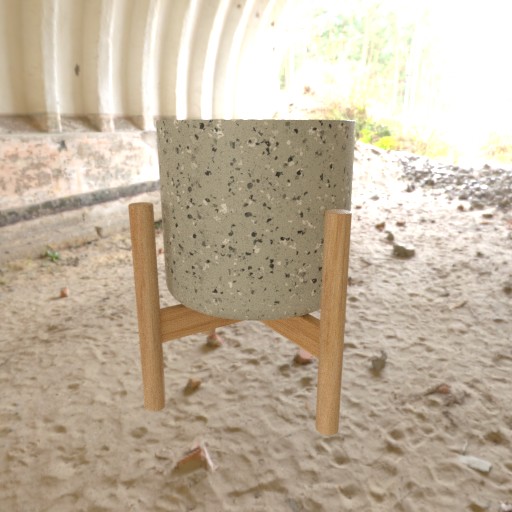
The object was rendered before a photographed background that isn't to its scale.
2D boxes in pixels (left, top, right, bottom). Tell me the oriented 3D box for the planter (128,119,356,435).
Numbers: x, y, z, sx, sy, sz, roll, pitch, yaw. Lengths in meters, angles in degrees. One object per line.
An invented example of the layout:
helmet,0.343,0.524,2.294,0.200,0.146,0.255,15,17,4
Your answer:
planter,0.000,0.000,0.549,0.284,0.320,0.284,-3,17,-10
